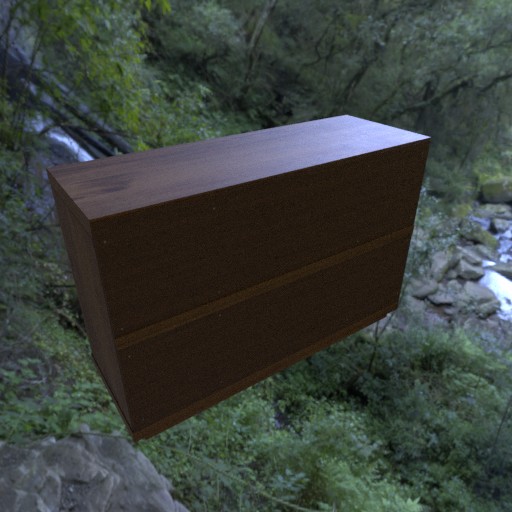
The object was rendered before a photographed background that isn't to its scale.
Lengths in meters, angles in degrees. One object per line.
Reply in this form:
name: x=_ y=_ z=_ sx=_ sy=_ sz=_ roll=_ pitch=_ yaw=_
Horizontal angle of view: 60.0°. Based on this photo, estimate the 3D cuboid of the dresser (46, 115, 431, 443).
dresser: x=0.000 y=0.000 z=1.706 sx=1.261 sy=0.825 sz=0.479 roll=-19 pitch=35 yaw=-29
